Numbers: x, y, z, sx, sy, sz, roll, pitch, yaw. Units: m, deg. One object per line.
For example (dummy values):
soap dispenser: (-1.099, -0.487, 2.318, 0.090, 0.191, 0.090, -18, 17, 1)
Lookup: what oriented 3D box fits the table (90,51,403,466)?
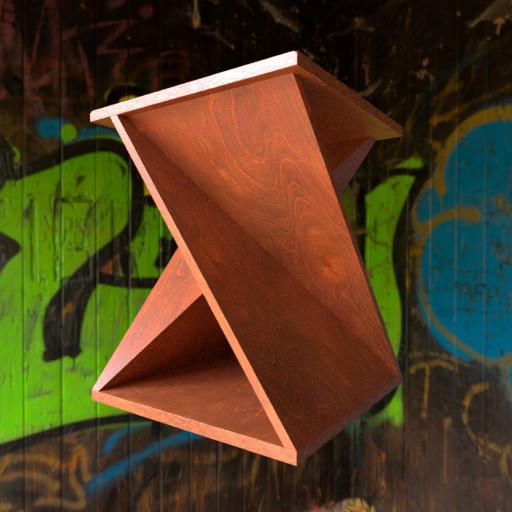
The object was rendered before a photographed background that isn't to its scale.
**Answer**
table: (0.000, 0.000, 0.851, 0.427, 0.520, 0.427, 1, 1, 35)
